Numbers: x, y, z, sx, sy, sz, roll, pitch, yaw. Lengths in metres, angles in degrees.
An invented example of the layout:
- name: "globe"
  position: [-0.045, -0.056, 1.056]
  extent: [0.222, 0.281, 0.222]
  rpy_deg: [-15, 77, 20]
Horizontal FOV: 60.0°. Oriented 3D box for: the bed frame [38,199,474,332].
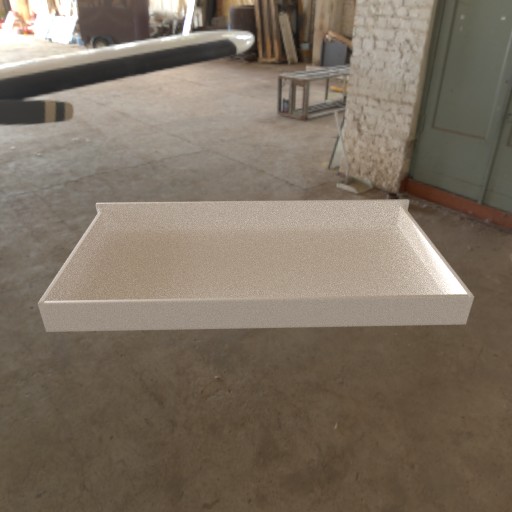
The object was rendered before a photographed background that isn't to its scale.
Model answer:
- name: "bed frame"
  position: [0.000, 0.000, 1.592]
  extent: [1.300, 0.141, 0.670]
  rpy_deg: [-1, 30, -1]
